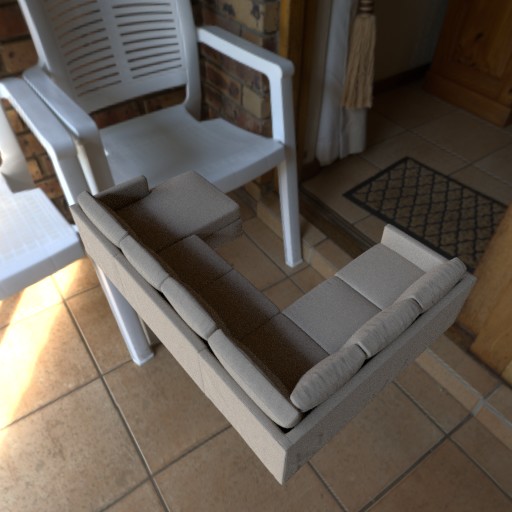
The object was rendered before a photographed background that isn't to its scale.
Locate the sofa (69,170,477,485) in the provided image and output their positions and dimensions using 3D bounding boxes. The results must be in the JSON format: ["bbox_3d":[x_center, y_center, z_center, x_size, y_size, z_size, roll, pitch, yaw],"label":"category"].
[{"bbox_3d":[0.000,0.000,4.609,2.427,0.882,3.460,-31,53,-27],"label":"sofa"}]
